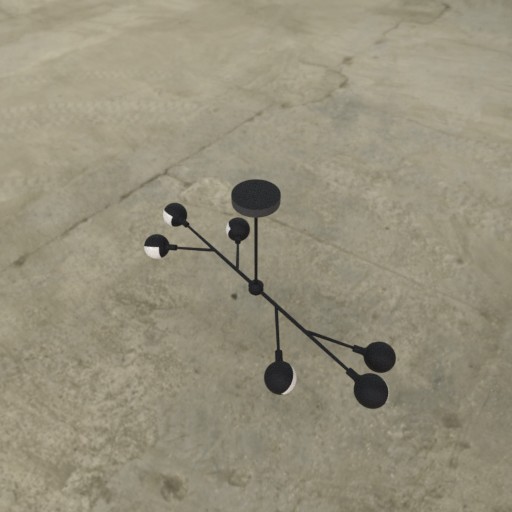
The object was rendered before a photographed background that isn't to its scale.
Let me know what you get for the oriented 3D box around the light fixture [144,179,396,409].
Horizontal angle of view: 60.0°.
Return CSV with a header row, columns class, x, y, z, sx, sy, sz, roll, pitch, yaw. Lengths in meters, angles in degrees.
class,x,y,z,sx,sy,sz,roll,pitch,yaw
light fixture,0.000,0.000,1.031,0.434,0.362,0.778,-18,48,-17
